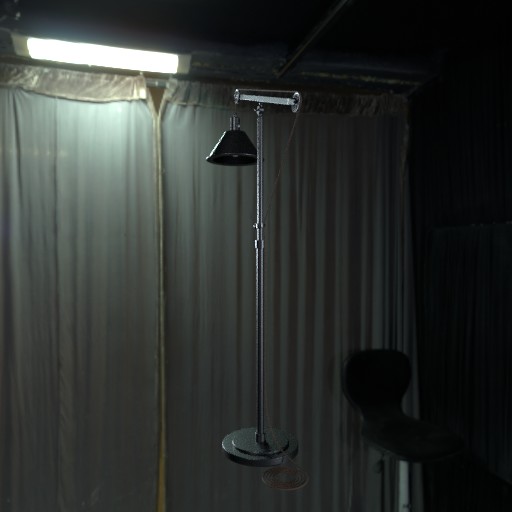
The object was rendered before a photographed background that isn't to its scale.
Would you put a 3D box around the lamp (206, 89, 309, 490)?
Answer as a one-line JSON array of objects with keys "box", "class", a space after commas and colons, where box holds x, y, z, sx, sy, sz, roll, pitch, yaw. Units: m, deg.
[{"box": [0.000, 0.000, 1.915, 0.319, 1.626, 0.904, 0, 0, -20], "class": "lamp"}]
